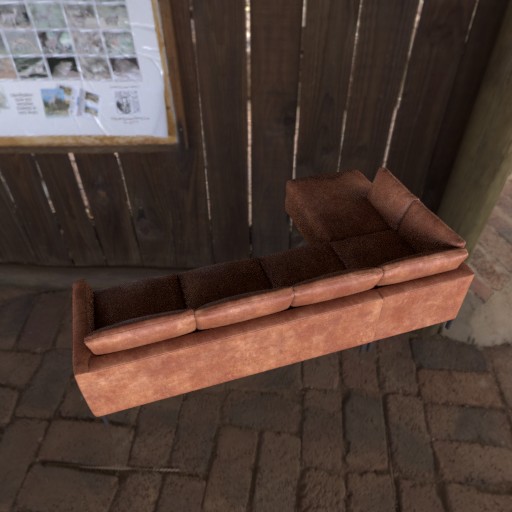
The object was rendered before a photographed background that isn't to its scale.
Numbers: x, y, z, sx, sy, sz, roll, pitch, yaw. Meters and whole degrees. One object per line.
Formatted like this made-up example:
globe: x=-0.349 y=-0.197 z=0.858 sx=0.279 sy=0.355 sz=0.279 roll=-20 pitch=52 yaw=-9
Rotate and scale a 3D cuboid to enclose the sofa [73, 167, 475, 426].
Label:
sofa: x=0.000 y=0.000 z=3.876 sx=2.984 sy=0.877 sz=1.938 roll=-12 pitch=42 yaw=-13
